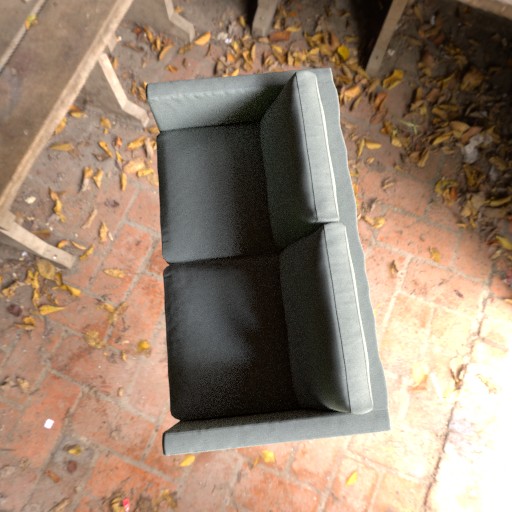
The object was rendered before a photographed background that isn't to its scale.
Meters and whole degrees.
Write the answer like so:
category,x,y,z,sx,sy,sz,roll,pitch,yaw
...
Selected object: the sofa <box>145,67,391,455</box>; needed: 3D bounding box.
category,x,y,z,sx,sy,sz,roll,pitch,yaw
sofa,0.000,0.000,2.237,0.944,0.830,1.727,-6,76,-1
